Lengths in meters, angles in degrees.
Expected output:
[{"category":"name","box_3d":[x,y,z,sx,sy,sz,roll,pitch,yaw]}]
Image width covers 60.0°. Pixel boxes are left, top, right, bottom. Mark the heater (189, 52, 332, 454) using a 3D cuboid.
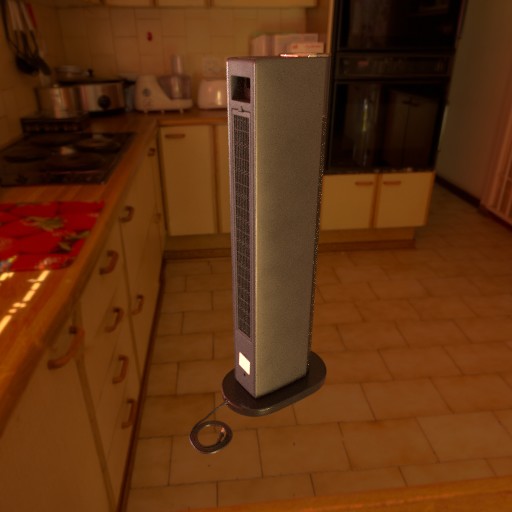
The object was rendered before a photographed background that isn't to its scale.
[{"category":"heater","box_3d":[0.000,0.000,1.036,0.458,0.856,0.214,-18,32,-32]}]
